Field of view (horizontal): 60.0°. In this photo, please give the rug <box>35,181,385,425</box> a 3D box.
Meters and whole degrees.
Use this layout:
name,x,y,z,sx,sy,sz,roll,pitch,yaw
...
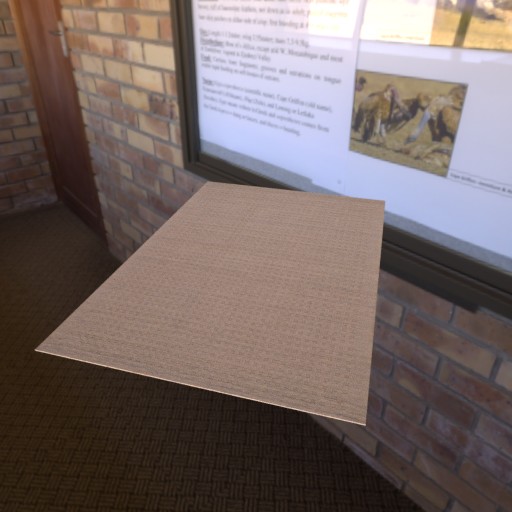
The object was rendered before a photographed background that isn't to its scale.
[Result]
name,x,y,z,sx,sy,sz,roll,pitch,yaw
rug,0.000,0.000,3.668,1.981,0.006,2.895,8,32,14
